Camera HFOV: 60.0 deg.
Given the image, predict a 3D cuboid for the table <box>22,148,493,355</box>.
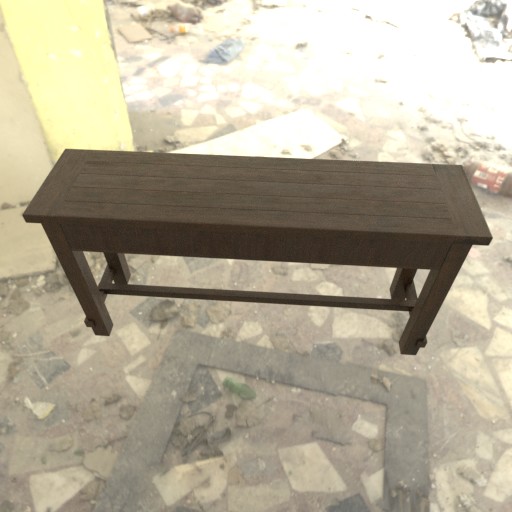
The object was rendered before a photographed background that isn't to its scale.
[{"bbox_3d":[0.000,0.000,1.923,1.599,0.762,0.442,3,47,3],"label":"table"}]
